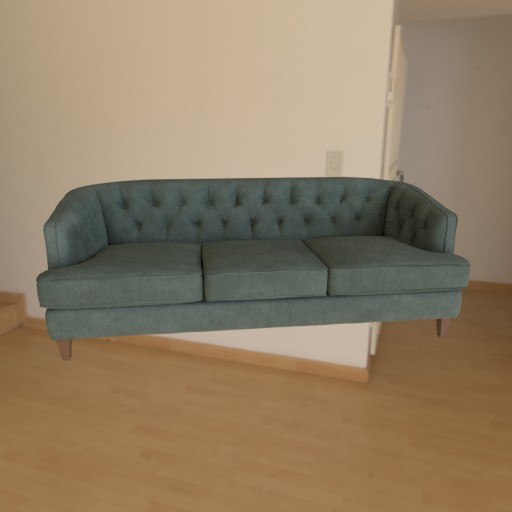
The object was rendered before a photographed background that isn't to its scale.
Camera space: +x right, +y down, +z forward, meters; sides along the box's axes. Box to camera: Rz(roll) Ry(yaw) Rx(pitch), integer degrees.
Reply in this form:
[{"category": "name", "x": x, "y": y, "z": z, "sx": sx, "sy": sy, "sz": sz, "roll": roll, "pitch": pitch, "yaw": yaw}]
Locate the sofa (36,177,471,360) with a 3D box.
[{"category": "sofa", "x": 0.000, "y": 0.000, "z": 2.694, "sx": 2.278, "sy": 0.855, "sz": 0.941, "roll": -2, "pitch": 16, "yaw": -7}]
